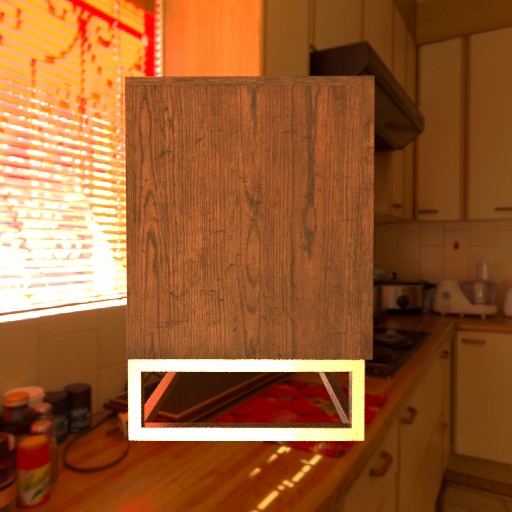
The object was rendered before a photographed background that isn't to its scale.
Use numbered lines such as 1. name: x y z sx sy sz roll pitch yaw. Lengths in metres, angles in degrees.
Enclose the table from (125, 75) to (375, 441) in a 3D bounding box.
1. table: 0.000 0.000 1.285 0.542 0.746 0.767 0 1 0
